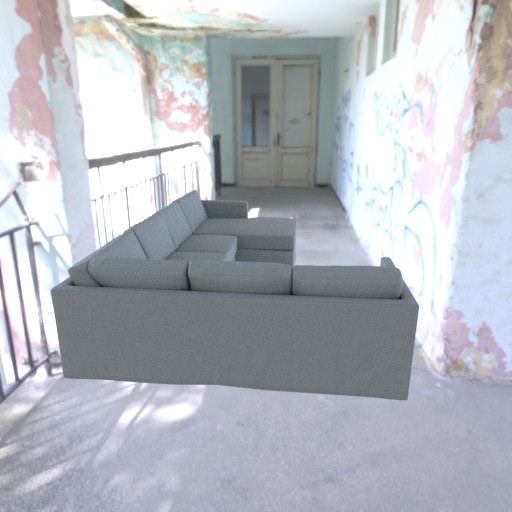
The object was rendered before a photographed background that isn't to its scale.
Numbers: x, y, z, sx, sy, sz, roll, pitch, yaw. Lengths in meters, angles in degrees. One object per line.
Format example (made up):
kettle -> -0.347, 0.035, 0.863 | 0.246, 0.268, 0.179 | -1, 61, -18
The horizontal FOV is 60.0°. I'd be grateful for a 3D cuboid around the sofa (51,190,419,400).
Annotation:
sofa -> 0.000, 0.000, 4.562 | 2.427, 0.882, 3.460 | 2, 17, 6
